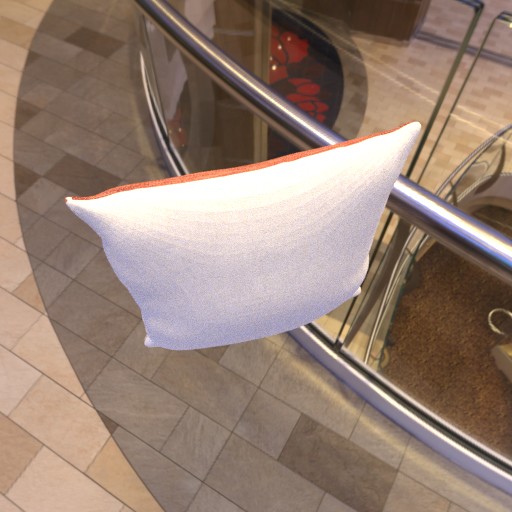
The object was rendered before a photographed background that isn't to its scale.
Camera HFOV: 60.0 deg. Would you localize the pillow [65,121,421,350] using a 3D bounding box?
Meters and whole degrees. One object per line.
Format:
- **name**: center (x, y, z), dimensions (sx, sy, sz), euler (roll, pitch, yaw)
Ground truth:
- **pillow**: center (0.000, 0.000, 0.697), dimensions (0.440, 0.441, 0.182), euler (-13, 59, -8)
